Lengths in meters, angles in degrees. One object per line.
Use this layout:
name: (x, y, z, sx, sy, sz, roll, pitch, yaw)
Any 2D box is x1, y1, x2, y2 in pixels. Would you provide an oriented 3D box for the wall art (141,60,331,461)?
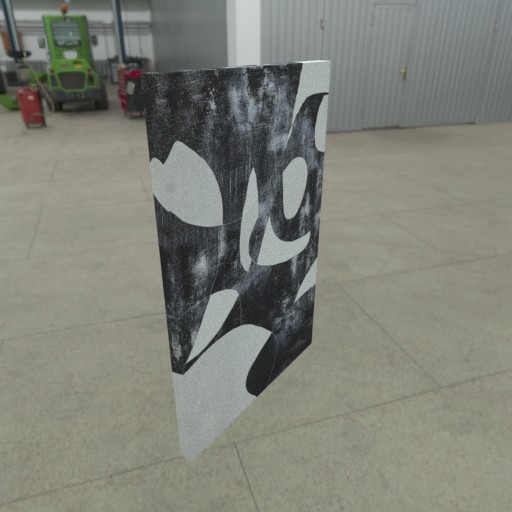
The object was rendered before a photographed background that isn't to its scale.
wall art: (0.000, 0.000, 1.157, 0.041, 0.915, 0.610, 18, 31, 32)
